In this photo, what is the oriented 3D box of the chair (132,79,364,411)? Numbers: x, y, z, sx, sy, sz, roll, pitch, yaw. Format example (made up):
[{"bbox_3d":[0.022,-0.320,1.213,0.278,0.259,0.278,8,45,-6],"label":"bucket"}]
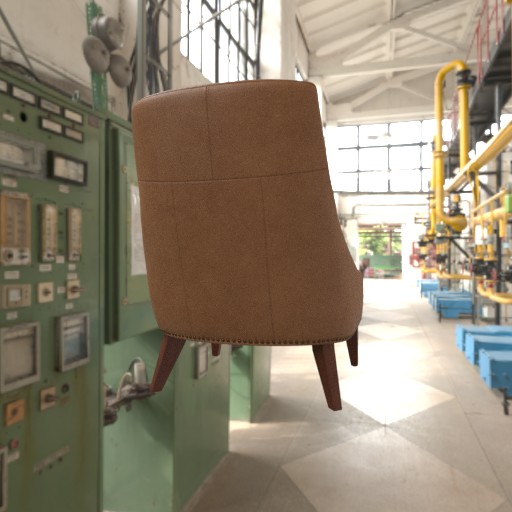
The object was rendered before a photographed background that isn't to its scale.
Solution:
[{"bbox_3d":[0.000,0.000,1.558,0.701,0.909,0.861,0,0,17],"label":"chair"}]
